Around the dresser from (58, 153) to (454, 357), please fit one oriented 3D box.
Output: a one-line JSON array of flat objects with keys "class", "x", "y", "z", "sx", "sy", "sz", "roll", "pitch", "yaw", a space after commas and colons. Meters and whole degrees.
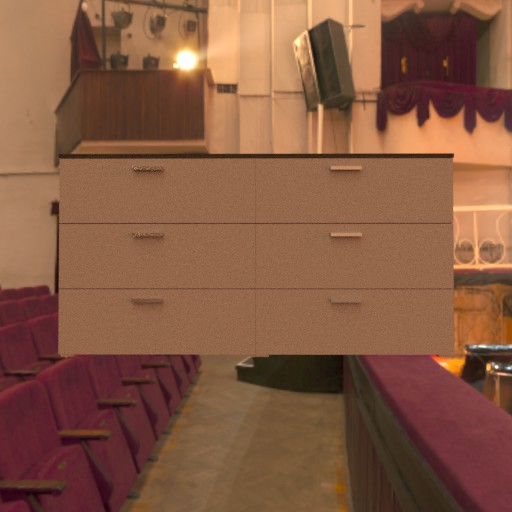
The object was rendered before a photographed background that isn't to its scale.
[{"class": "dresser", "x": 0.000, "y": 0.000, "z": 1.865, "sx": 1.535, "sy": 0.790, "sz": 0.333, "roll": 0, "pitch": -1, "yaw": 0}]
